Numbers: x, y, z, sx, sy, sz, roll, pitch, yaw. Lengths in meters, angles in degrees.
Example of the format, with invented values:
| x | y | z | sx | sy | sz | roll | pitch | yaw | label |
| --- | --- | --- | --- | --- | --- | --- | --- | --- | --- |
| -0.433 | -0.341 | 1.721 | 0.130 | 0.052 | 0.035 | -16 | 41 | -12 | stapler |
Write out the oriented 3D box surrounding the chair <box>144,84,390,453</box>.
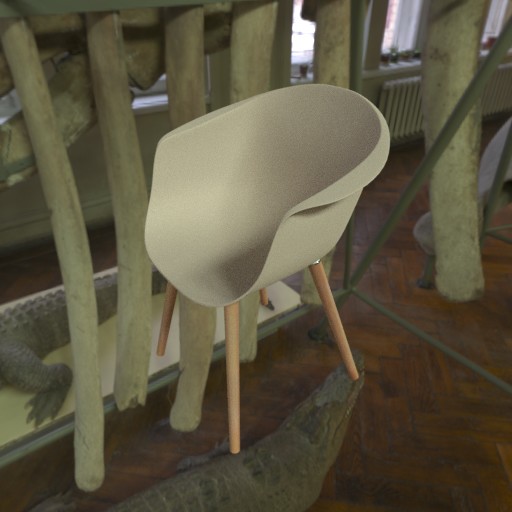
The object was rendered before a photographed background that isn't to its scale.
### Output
| x | y | z | sx | sy | sz | roll | pitch | yaw | label |
| --- | --- | --- | --- | --- | --- | --- | --- | --- | --- |
| 0.000 | 0.000 | 1.155 | 0.504 | 0.781 | 0.593 | -21 | 38 | -30 | chair |
